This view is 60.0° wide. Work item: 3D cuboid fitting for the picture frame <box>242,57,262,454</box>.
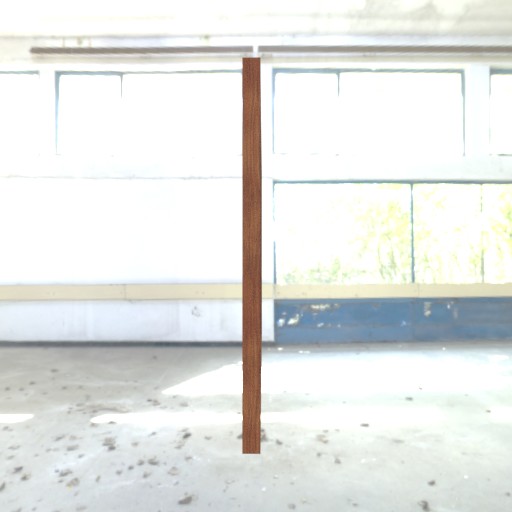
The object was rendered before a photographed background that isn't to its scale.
[{"bbox_3d":[0.000,0.000,1.190,0.029,0.640,0.950,0,0,1],"label":"picture frame"}]
